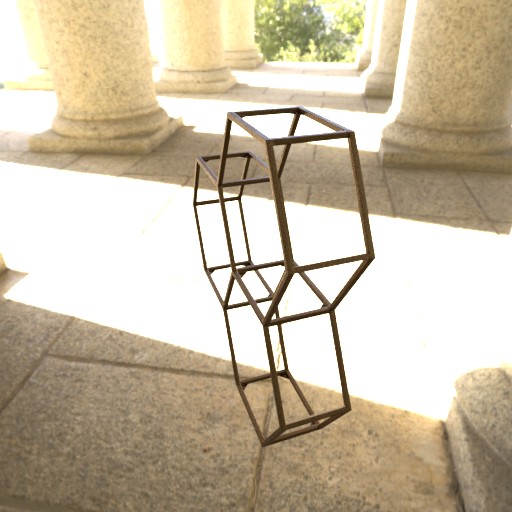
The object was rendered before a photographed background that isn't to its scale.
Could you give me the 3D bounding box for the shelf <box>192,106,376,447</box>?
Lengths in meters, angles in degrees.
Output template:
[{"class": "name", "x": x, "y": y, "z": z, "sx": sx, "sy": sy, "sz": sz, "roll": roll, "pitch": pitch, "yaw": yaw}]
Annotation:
[{"class": "shelf", "x": 0.000, "y": 0.000, "z": 1.058, "sx": 0.150, "sy": 0.701, "sz": 0.708, "roll": -10, "pitch": 32, "yaw": -17}]
